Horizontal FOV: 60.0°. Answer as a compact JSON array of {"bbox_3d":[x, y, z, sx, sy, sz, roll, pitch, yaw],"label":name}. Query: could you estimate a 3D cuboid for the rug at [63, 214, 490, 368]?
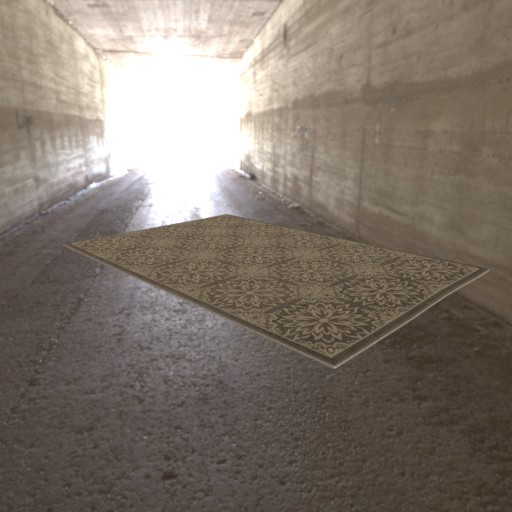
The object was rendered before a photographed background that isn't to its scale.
[{"bbox_3d":[0.000,0.000,3.375,1.819,0.018,2.746,-16,23,-43],"label":"rug"}]
